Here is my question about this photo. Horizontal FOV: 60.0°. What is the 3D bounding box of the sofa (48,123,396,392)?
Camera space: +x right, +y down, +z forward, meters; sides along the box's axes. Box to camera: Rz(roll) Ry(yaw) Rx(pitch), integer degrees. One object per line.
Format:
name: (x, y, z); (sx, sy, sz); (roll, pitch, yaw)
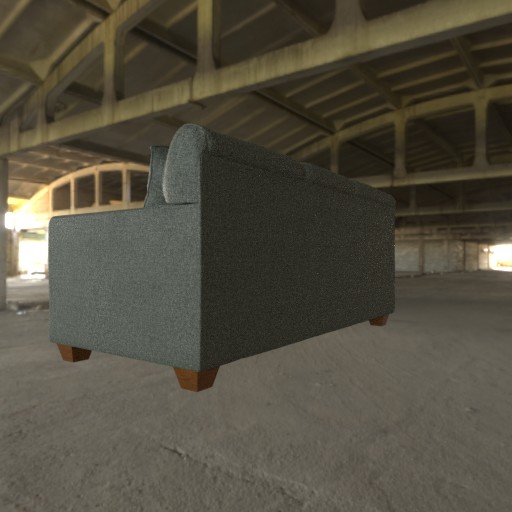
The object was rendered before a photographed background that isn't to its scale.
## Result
sofa: (0.000, 0.000, 2.566); (0.997, 0.958, 2.024); (0, 0, 35)
